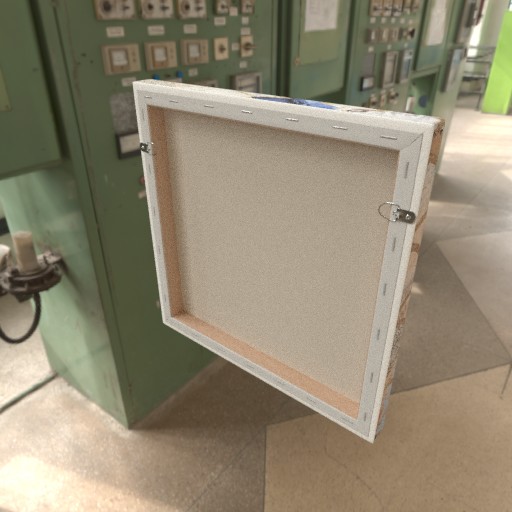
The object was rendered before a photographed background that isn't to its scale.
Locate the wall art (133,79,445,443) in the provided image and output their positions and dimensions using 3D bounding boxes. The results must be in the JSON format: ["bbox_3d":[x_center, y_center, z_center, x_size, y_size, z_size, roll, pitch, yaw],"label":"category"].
[{"bbox_3d":[0.000,0.000,0.738,0.507,0.508,0.038,21,35,33],"label":"wall art"}]
